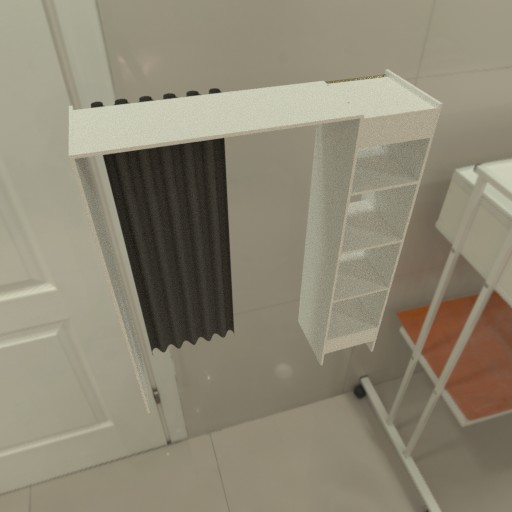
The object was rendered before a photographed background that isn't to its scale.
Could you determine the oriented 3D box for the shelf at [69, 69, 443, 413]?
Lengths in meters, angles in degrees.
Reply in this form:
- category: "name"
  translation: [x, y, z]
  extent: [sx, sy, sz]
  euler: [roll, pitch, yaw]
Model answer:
- category: "shelf"
  translation: [0.000, 0.000, 2.578]
  extent: [1.600, 1.810, 0.500]
  euler: [-12, 42, -13]
